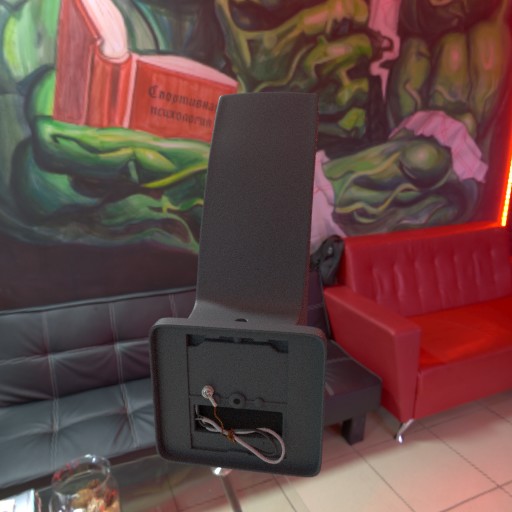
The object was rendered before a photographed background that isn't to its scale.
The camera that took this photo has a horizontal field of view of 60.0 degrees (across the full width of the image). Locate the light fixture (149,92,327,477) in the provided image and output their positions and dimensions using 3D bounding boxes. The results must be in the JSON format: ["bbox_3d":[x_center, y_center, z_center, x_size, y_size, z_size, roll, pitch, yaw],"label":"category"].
[{"bbox_3d":[0.000,0.000,0.333,0.108,0.243,0.174,2,16,8],"label":"light fixture"}]
